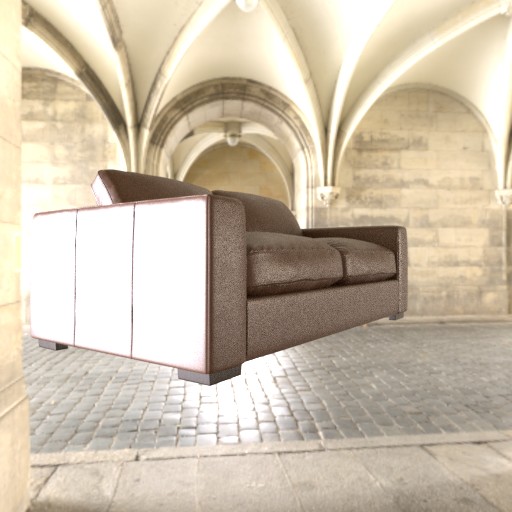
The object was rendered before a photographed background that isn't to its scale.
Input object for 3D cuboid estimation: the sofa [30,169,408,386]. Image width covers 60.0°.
[{"bbox_3d":[0.000,0.000,2.385,1.070,0.800,1.920,0,0,36],"label":"sofa"}]
